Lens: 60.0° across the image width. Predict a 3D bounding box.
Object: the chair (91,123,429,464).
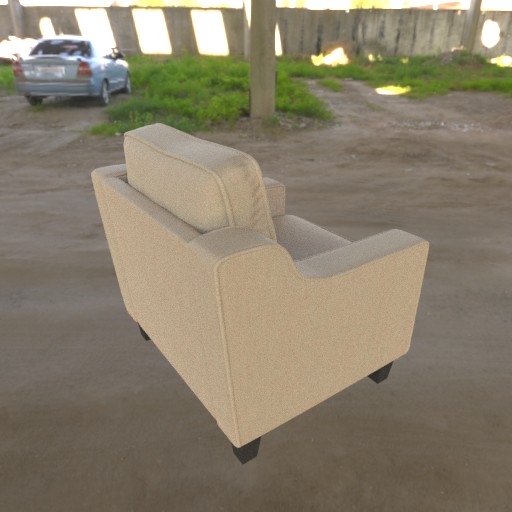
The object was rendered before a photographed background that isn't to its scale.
[{"bbox_3d":[0.000,0.000,1.679,0.882,0.948,0.922,-17,31,-31],"label":"chair"}]
